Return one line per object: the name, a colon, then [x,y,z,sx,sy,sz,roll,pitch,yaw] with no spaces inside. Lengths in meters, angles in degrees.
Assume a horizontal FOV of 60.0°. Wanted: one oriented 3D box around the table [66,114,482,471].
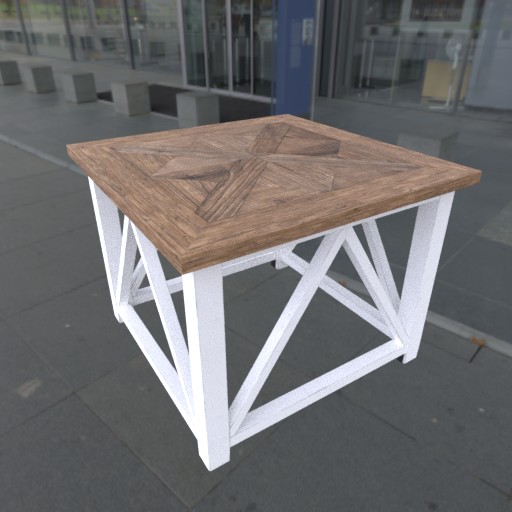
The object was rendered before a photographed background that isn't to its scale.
table: [0.000,0.000,1.167,0.700,0.532,0.700,-17,34,-28]
